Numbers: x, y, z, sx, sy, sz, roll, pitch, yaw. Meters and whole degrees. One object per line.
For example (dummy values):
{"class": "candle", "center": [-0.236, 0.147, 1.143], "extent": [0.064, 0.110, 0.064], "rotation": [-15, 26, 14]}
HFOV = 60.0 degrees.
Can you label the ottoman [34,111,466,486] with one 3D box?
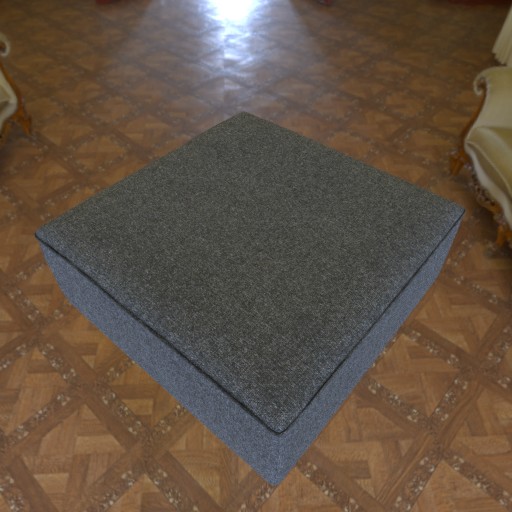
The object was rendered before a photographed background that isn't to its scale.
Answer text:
{"class": "ottoman", "center": [0.000, 0.000, 1.548], "extent": [1.017, 0.423, 1.021], "rotation": [32, 54, 27]}
